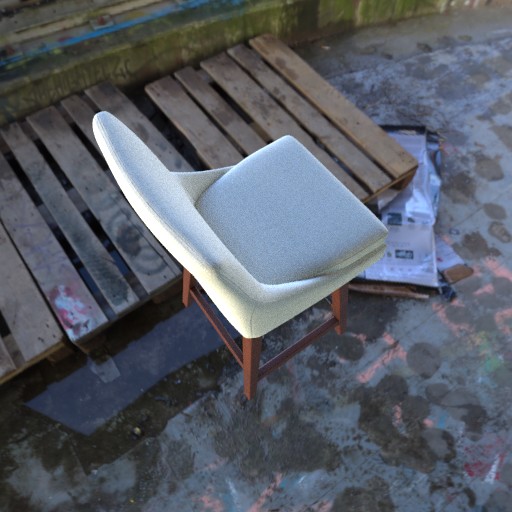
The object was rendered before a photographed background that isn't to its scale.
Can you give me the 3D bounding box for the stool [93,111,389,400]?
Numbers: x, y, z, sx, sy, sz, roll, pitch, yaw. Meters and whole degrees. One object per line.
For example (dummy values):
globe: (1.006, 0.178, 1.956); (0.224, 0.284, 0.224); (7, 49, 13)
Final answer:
stool: (0.000, 0.000, 1.287); (0.559, 0.991, 0.469); (-31, 64, -17)
